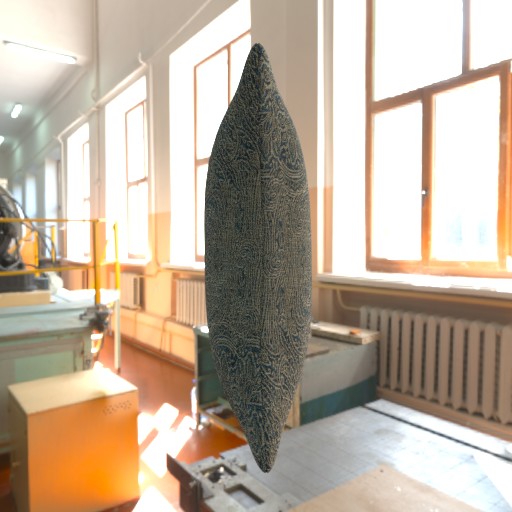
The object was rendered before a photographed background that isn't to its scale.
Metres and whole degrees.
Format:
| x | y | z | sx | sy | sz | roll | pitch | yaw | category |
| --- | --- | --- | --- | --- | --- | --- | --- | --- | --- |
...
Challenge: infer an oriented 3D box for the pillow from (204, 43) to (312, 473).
| x | y | z | sx | sy | sz | roll | pitch | yaw | category |
| --- | --- | --- | --- | --- | --- | --- | --- | --- | --- |
| 0.000 | 0.000 | 0.772 | 0.166 | 0.510 | 0.523 | 0 | 1 | -2 | pillow |
